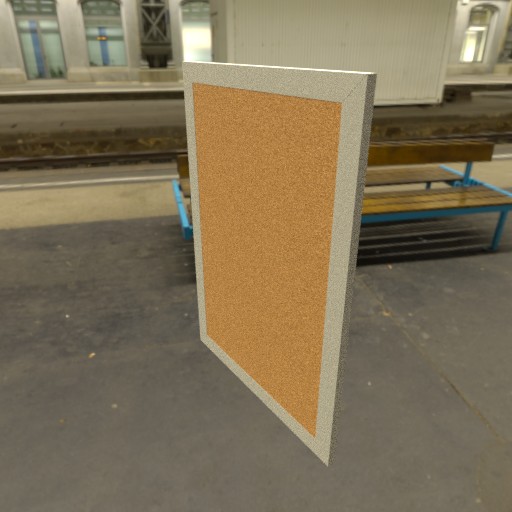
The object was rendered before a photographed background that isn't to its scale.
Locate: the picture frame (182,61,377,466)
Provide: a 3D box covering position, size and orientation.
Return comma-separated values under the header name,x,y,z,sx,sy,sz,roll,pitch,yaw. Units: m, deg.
name,x,y,z,sx,sy,sz,roll,pitch,yaw
picture frame,0.000,0.000,0.581,0.011,0.459,0.326,-17,31,-32
